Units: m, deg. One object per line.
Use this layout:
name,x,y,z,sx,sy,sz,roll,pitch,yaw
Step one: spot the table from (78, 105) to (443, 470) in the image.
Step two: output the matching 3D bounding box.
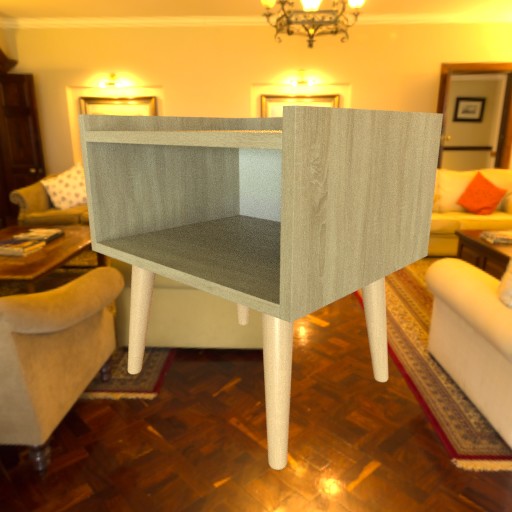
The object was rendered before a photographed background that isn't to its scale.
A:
table,0.000,0.000,0.771,0.450,0.470,0.370,14,21,41
